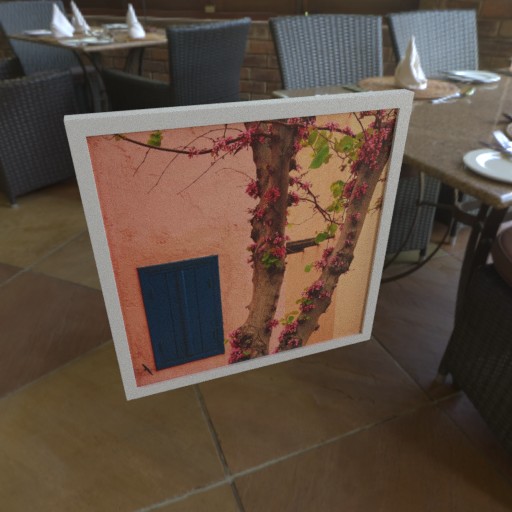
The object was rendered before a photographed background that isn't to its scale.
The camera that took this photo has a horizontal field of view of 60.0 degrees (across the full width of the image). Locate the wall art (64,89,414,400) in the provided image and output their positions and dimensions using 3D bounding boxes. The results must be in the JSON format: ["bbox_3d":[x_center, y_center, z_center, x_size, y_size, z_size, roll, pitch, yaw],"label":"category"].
[{"bbox_3d":[0.000,0.000,1.138,0.762,0.762,0.038,-10,33,-16],"label":"wall art"}]
